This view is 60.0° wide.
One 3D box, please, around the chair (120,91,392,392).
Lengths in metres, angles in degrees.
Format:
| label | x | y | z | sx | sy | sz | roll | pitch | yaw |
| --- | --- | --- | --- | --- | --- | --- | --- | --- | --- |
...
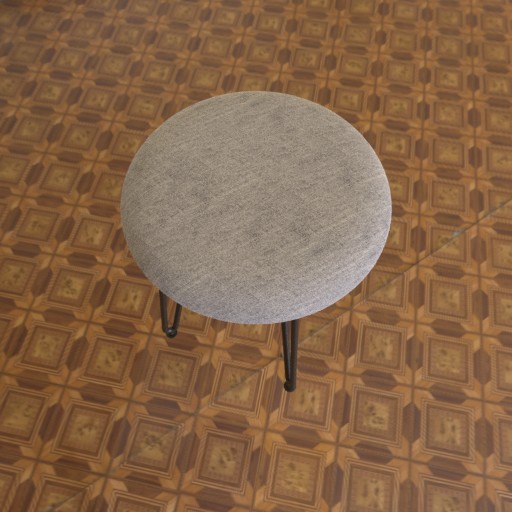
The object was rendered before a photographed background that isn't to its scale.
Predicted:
| label | x | y | z | sx | sy | sz | roll | pitch | yaw |
| --- | --- | --- | --- | --- | --- | --- | --- | --- | --- |
| chair | 0.000 | 0.000 | 0.653 | 0.350 | 0.386 | 0.350 | -19 | 65 | -9 |
